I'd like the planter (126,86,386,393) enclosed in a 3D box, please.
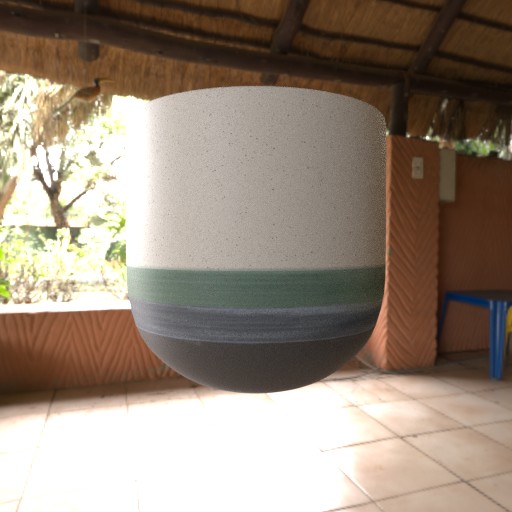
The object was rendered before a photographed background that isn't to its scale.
[{"bbox_3d":[0.000,0.000,0.477,0.268,0.270,0.268,0,2,0],"label":"planter"}]
